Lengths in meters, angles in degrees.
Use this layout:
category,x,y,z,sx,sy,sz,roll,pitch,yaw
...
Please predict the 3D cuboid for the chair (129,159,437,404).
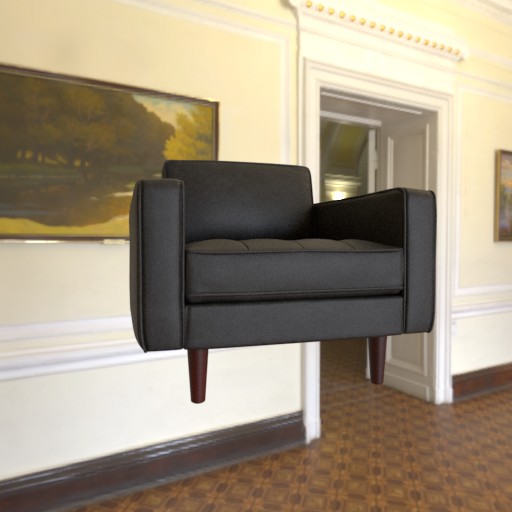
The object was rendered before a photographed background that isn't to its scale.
category,x,y,z,sx,sy,sz,roll,pitch,yaw
chair,0.000,0.000,1.619,0.889,0.763,0.914,-1,2,-17
